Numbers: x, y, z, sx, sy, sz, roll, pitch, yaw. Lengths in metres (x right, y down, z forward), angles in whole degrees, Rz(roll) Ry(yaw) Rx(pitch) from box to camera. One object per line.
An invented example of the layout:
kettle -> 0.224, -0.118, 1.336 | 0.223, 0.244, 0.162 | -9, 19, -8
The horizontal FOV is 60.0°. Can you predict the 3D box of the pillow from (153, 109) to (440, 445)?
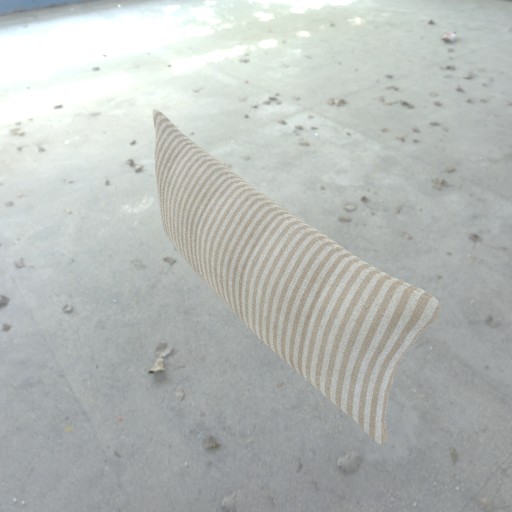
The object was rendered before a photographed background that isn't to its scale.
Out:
pillow -> 0.000, 0.000, 0.726 | 0.151, 0.295, 0.617 | -26, 47, -27
